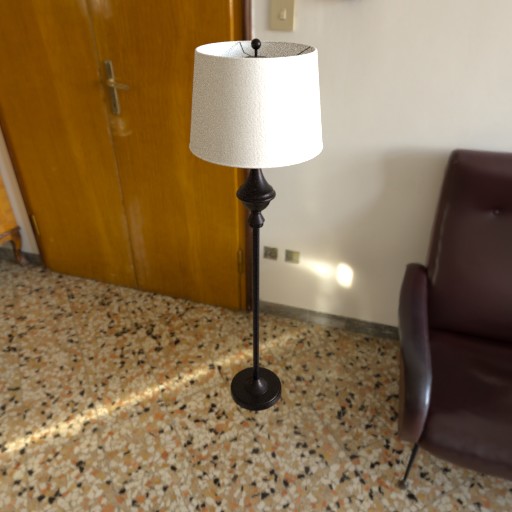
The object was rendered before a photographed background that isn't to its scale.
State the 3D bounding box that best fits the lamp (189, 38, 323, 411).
[{"bbox_3d":[0.000,0.000,1.674,0.431,1.484,0.431,0,33,0],"label":"lamp"}]
